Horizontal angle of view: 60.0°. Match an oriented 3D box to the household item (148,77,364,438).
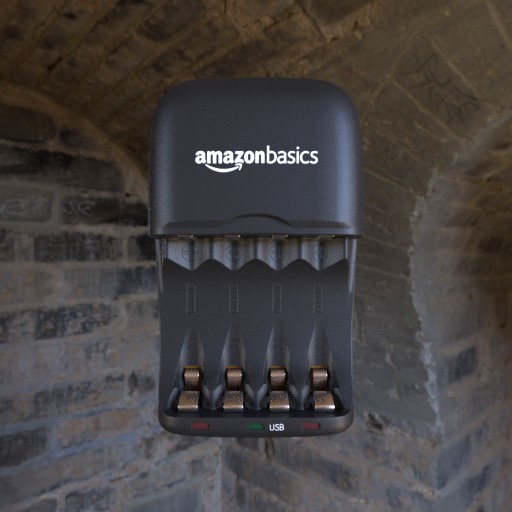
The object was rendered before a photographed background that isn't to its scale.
[{"bbox_3d":[0.000,0.000,0.147,0.070,0.114,0.038,0,-1,0],"label":"household item"}]
